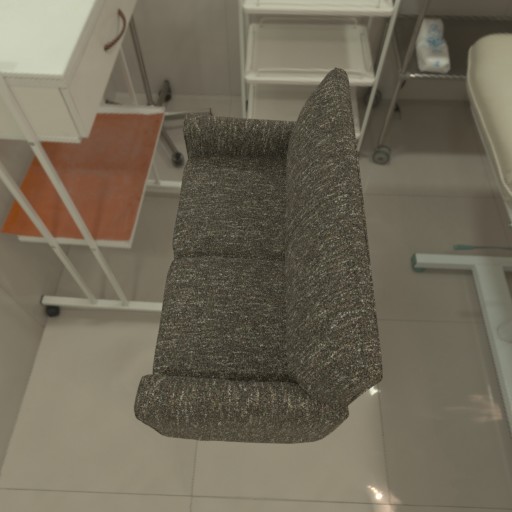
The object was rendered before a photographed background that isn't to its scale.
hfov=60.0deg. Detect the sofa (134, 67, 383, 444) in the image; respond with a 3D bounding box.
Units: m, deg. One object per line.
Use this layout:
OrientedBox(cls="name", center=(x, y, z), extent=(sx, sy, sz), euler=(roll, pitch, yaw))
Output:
OrientedBox(cls="sofa", center=(0.000, 0.000, 2.029), extent=(0.801, 0.946, 1.519), euler=(2, 58, 1))
